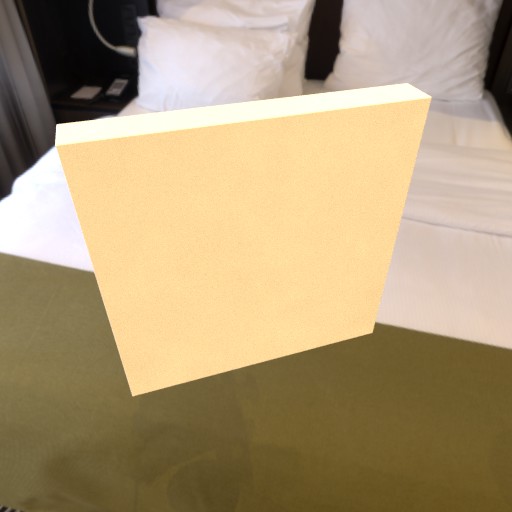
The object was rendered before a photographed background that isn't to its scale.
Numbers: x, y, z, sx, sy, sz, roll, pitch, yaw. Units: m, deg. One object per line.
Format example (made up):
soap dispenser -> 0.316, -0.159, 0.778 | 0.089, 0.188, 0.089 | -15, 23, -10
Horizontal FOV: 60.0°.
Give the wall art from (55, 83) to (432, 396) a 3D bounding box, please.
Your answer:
wall art -> 0.000, 0.000, 0.454 | 0.305, 0.305, 0.038 | -12, 41, -14
